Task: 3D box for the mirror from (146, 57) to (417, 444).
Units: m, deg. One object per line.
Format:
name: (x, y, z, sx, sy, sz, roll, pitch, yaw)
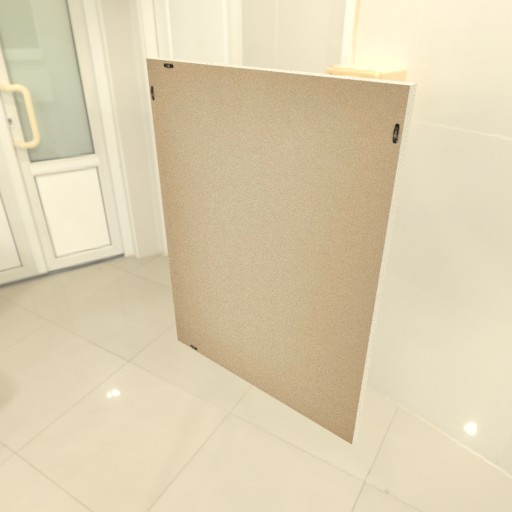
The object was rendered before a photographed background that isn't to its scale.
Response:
mirror: (0.000, 0.000, 1.295, 0.762, 1.016, 0.041, 22, 36, 33)
